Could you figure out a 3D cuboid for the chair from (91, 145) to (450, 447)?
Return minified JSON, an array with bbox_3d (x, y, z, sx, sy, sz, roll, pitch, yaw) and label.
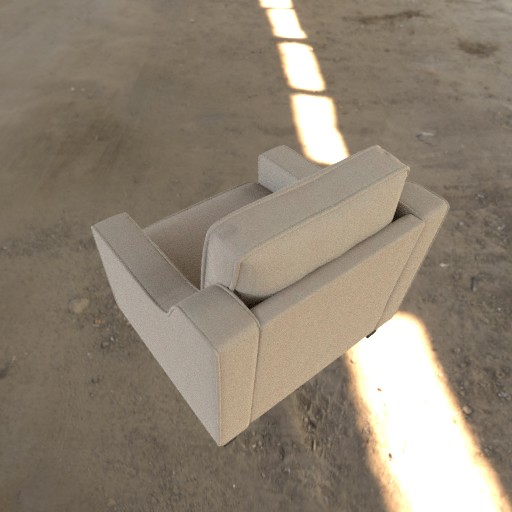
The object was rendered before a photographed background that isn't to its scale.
[{"bbox_3d":[0.000,0.000,1.681,0.922,0.948,0.882,-29,51,-26],"label":"chair"}]
